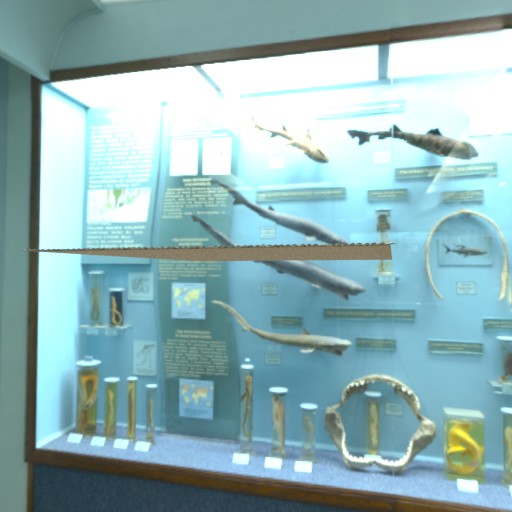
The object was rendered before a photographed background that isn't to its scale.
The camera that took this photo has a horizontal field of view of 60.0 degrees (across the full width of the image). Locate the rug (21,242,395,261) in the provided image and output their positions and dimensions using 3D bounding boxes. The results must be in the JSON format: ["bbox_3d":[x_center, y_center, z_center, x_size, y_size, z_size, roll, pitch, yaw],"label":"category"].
[{"bbox_3d":[0.000,0.000,4.074,2.444,0.013,3.043,-1,-2,17],"label":"rug"}]
